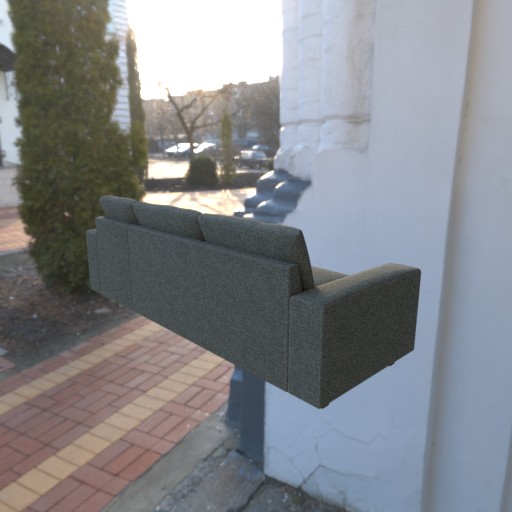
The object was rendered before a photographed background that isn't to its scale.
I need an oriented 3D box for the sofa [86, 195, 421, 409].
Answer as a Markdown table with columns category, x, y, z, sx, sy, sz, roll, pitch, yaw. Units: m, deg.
| category | x | y | z | sx | sy | sz | roll | pitch | yaw |
| --- | --- | --- | --- | --- | --- | --- | --- | --- | --- |
| sofa | 0.000 | 0.000 | 3.650 | 1.689 | 0.940 | 2.718 | -13 | 19 | -42 |
